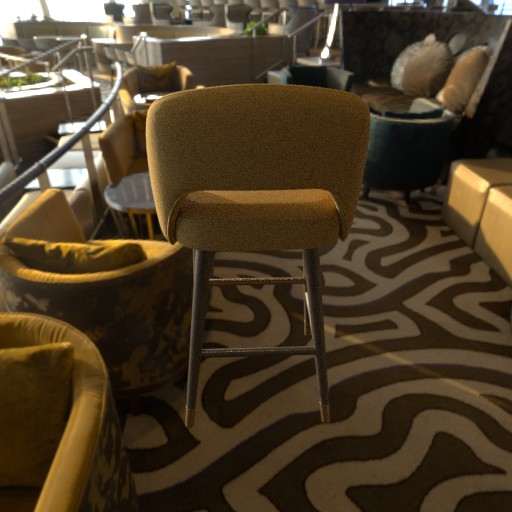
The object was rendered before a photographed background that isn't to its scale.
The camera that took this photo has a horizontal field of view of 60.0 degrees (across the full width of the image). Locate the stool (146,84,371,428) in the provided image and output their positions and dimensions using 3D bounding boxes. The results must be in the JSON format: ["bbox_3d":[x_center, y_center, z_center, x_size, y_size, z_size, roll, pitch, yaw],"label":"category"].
[{"bbox_3d":[0.000,0.000,1.304,0.536,1.032,0.522,-1,30,-2],"label":"stool"}]
